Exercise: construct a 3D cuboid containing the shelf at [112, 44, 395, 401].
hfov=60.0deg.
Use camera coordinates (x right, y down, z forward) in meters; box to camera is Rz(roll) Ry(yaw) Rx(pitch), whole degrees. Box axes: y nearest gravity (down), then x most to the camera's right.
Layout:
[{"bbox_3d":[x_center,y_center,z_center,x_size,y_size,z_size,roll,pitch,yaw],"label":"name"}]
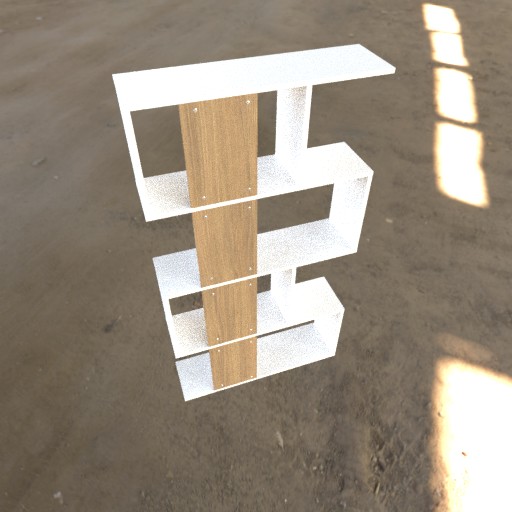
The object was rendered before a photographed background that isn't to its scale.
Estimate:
[{"bbox_3d":[0.000,0.000,2.007,0.890,1.650,0.250,-13,45,-14],"label":"shelf"}]
